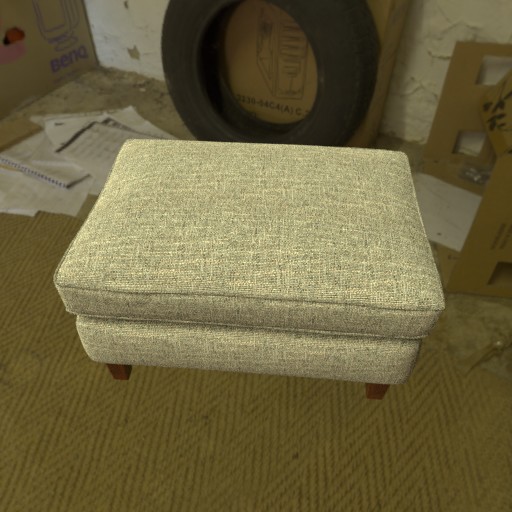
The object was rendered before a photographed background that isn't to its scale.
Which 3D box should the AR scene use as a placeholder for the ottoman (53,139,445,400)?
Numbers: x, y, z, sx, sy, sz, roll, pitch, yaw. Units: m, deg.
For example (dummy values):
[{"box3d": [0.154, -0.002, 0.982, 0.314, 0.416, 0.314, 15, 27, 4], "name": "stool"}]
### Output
[{"box3d": [0.000, 0.000, 0.999, 0.686, 0.406, 0.508, 3, 46, 3], "name": "ottoman"}]
